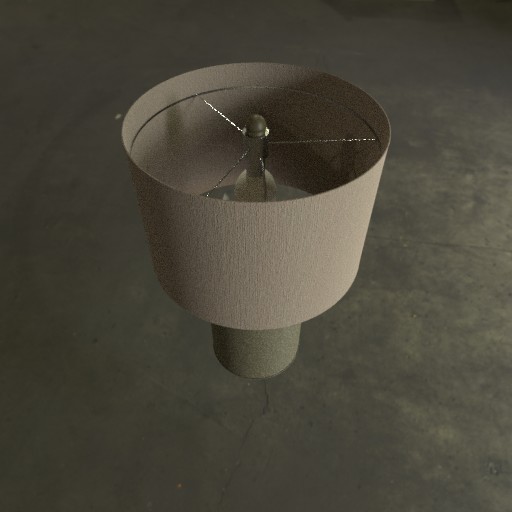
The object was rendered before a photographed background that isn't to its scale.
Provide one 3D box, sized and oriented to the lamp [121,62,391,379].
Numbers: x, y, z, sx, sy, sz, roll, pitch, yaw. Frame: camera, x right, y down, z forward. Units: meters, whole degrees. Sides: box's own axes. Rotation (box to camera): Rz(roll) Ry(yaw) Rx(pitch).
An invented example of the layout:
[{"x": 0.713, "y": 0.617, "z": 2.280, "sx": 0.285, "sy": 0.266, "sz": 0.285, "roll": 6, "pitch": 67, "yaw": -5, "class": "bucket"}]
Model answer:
[{"x": 0.000, "y": 0.000, "z": 0.707, "sx": 0.318, "sy": 0.486, "sz": 0.318, "roll": 0, "pitch": 46, "yaw": 0, "class": "lamp"}]
